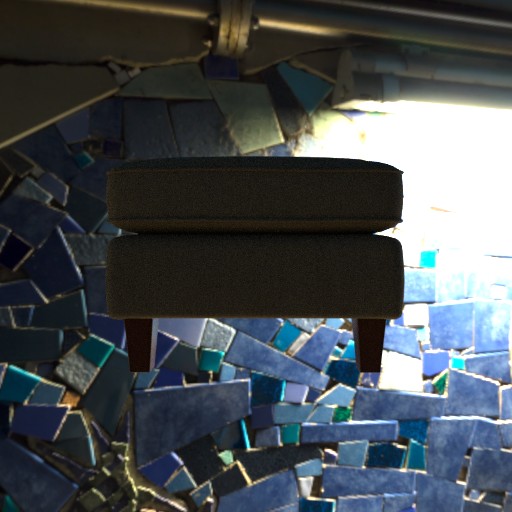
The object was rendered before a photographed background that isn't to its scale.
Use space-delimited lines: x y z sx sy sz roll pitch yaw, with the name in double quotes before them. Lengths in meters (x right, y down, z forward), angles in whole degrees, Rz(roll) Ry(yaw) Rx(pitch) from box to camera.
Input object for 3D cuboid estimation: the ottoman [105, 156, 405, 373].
"ottoman" 0.000 0.000 1.354 0.636 0.480 0.941 0 1 0
